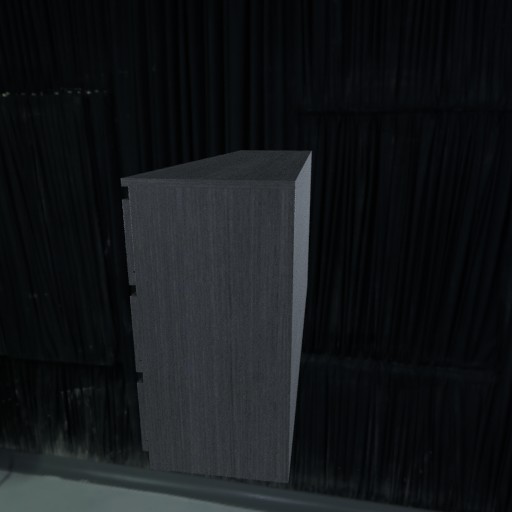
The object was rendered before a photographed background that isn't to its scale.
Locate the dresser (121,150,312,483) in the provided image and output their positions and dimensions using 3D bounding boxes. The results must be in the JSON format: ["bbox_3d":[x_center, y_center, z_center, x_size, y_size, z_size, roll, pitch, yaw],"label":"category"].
[{"bbox_3d":[0.000,0.000,1.853,0.400,0.795,1.590,2,16,8],"label":"dresser"}]
